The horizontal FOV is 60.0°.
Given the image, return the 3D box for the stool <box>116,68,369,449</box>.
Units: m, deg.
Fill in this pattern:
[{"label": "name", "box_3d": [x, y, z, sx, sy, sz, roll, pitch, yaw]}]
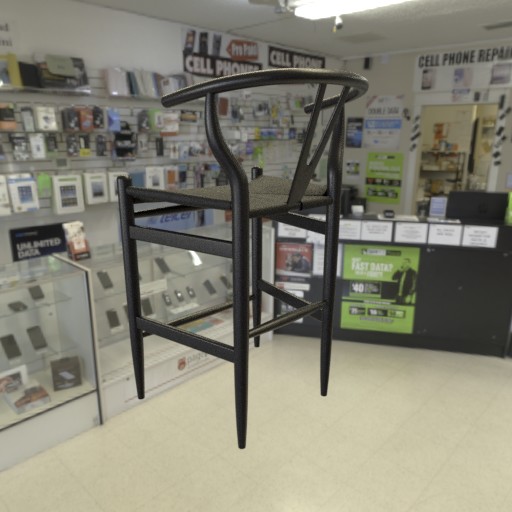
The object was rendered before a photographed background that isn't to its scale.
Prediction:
[{"label": "stool", "box_3d": [0.000, 0.000, 1.311, 0.569, 0.970, 0.579, -14, 21, -42]}]
